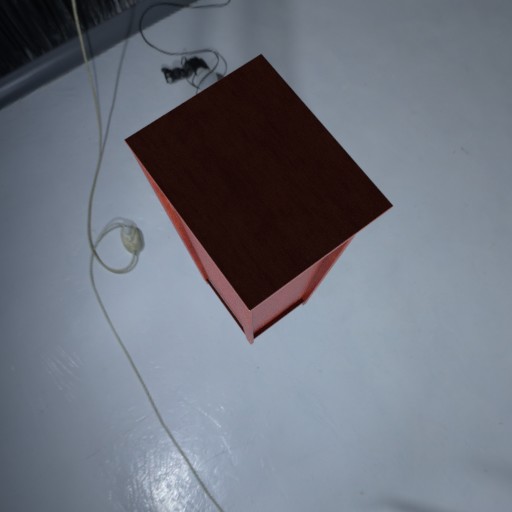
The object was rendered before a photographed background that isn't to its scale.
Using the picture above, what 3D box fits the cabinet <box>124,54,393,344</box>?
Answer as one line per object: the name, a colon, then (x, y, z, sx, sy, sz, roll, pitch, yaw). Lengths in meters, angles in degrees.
cabinet: (0.000, 0.000, 1.751, 0.401, 1.518, 0.500, -35, 78, -9)
